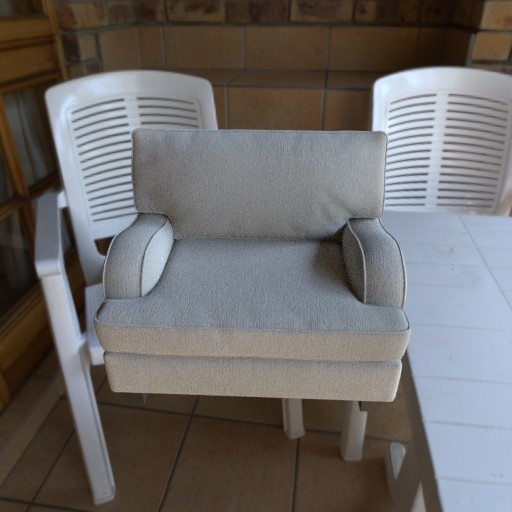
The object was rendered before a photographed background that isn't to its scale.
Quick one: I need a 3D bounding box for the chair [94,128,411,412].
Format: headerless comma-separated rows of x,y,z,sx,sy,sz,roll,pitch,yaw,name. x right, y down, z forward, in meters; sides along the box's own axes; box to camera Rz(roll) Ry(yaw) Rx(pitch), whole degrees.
0.000,0.000,2.052,1.220,1.016,1.041,1,31,2,chair
